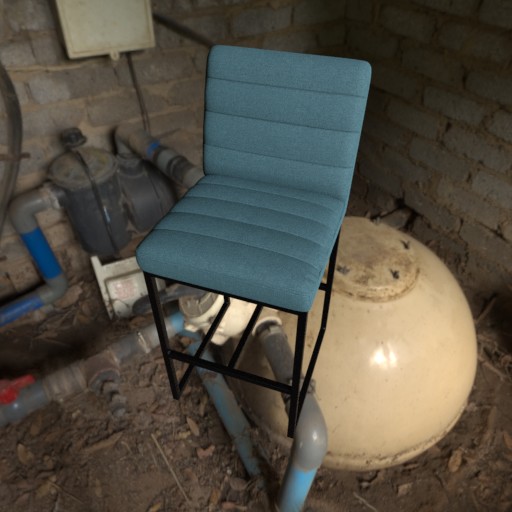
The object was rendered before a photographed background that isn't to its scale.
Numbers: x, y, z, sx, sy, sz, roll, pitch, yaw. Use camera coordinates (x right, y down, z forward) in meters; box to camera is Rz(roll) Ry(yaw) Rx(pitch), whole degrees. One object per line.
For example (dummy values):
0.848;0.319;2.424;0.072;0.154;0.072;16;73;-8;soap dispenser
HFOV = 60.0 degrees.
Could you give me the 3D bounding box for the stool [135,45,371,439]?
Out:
0.000;0.000;1.342;0.460;1.040;0.560;13;43;15;stool
